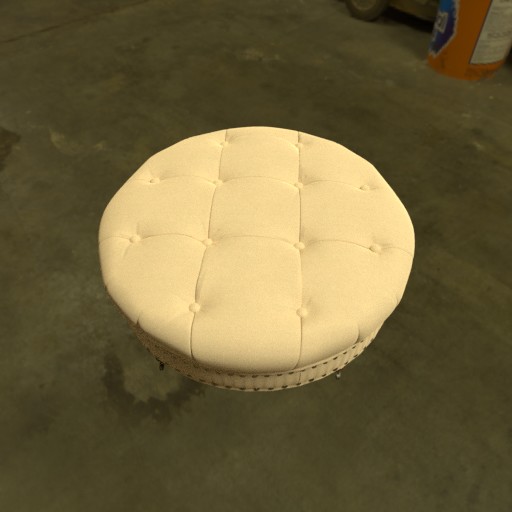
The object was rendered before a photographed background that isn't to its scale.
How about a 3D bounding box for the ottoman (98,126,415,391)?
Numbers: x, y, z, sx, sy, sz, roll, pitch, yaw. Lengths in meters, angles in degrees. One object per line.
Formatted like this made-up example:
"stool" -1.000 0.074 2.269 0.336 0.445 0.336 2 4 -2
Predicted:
"ottoman" 0.000 0.000 1.373 0.901 0.439 0.901 0 48 0
